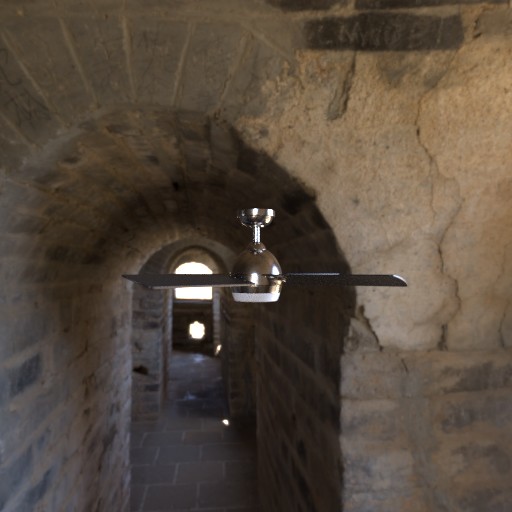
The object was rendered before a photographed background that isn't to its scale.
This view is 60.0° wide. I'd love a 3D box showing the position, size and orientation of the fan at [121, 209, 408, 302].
[{"bbox_3d":[0.000,0.000,1.994,1.332,0.403,1.332,-2,-3,38],"label":"fan"}]
